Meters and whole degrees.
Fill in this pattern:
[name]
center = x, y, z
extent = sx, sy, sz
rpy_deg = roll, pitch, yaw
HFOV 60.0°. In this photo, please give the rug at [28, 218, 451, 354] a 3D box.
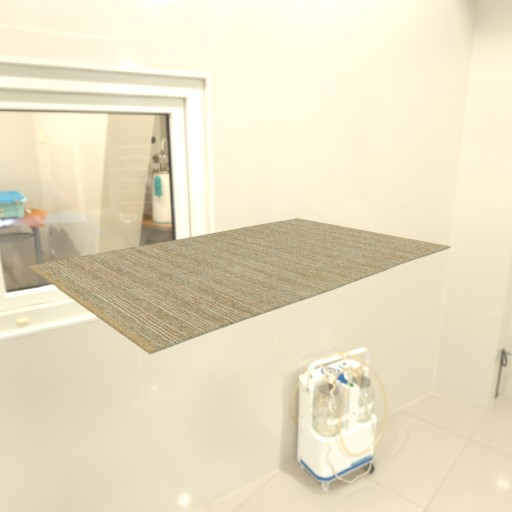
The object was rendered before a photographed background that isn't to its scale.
[rug]
center = 0.000, 0.000, 2.998
extent = 2.448, 0.012, 1.540
rpy_deg = -13, 20, -40
